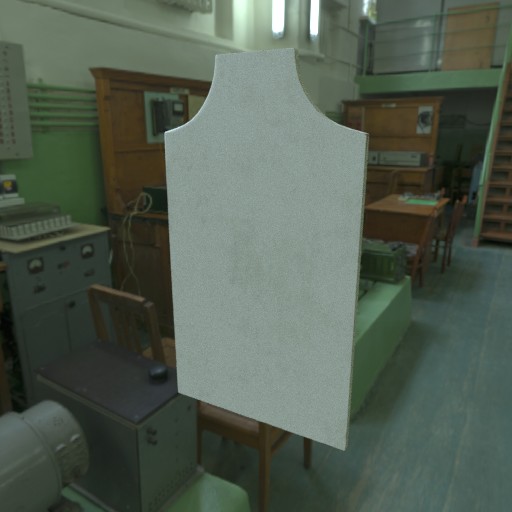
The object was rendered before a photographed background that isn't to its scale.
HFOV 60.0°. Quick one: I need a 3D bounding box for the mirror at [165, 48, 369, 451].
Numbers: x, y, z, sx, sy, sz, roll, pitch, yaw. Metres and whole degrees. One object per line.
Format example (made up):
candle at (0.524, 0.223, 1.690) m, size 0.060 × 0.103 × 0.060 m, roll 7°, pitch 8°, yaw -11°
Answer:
mirror at (0.000, 0.000, 0.850) m, size 0.403 × 0.717 × 0.022 m, roll 9°, pitch 19°, yaw 28°
